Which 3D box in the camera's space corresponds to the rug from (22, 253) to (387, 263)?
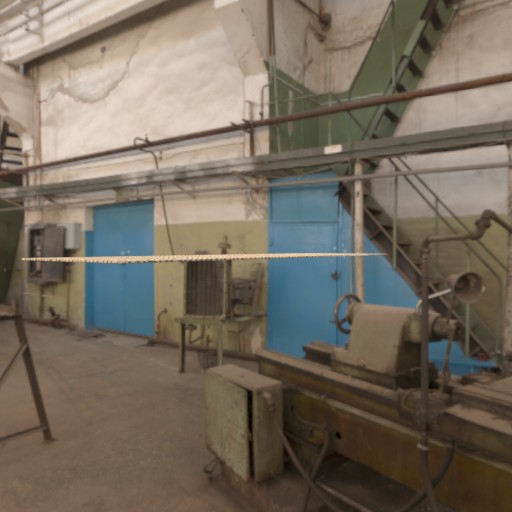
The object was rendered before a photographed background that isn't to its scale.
[{"bbox_3d":[0.000,0.000,2.501,0.686,0.008,2.286,1,1,37],"label":"rug"}]
